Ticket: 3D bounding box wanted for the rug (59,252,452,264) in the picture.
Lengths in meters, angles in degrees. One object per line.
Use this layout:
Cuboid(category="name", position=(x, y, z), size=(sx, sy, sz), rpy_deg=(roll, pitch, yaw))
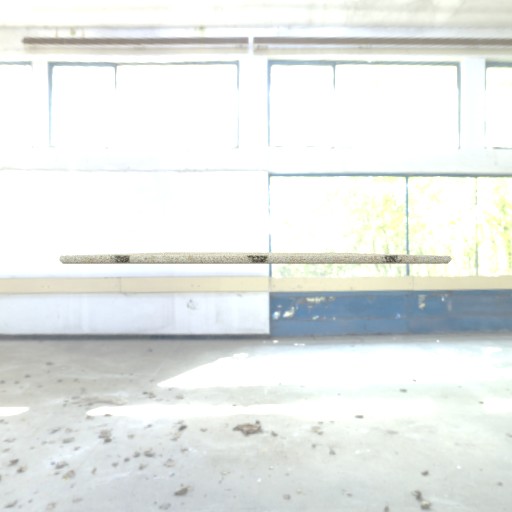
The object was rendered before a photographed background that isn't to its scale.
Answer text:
Cuboid(category="rug", position=(0.000, 0.000, 2.137), size=(1.200, 0.025, 1.600), rpy_deg=(0, 1, 0))
